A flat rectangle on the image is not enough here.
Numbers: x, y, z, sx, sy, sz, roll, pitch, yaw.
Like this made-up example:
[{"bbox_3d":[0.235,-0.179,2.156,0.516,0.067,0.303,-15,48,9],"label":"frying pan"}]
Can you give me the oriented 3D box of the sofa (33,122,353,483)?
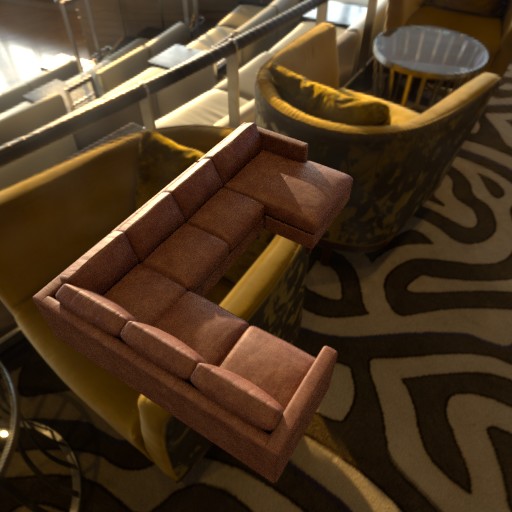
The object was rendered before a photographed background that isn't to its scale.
[{"bbox_3d":[0.000,0.000,4.505,2.452,0.888,3.324,25,52,21],"label":"sofa"}]
